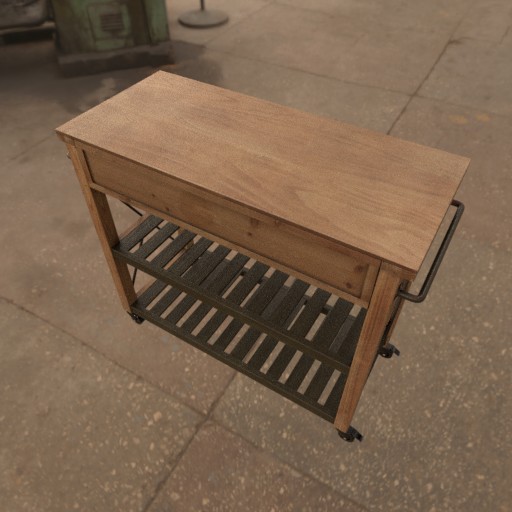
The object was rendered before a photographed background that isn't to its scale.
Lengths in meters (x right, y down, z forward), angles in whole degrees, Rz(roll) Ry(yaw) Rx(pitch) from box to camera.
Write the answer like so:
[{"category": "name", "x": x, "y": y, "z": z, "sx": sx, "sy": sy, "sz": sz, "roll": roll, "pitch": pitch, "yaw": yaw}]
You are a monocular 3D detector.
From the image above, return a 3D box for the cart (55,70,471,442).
[{"category": "cart", "x": 0.000, "y": 0.000, "z": 0.947, "sx": 0.686, "sy": 0.554, "sz": 0.298, "roll": 24, "pitch": 50, "yaw": 21}]
